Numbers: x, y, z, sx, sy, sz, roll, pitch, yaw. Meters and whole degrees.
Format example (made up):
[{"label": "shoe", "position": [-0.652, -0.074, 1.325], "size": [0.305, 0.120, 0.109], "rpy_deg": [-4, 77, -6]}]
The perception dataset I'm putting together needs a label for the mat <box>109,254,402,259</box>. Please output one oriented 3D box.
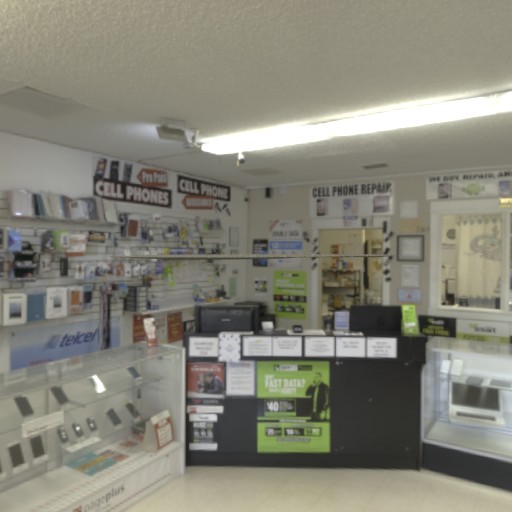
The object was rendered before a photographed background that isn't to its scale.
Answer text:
[{"label": "mat", "position": [0.000, 0.000, 1.912], "size": [0.913, 0.013, 1.524], "rpy_deg": [0, 0, 35]}]
